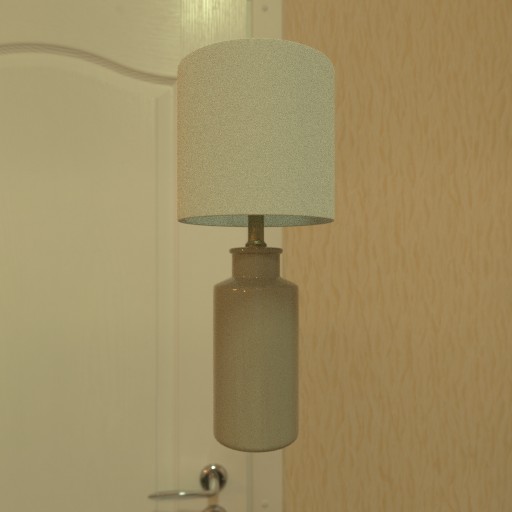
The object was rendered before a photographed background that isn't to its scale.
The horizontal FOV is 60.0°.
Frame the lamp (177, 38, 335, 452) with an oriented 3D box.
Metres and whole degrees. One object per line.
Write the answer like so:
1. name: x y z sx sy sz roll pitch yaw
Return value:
1. lamp: 0.000 0.000 0.606 0.212 0.493 0.212 0 0 -37
